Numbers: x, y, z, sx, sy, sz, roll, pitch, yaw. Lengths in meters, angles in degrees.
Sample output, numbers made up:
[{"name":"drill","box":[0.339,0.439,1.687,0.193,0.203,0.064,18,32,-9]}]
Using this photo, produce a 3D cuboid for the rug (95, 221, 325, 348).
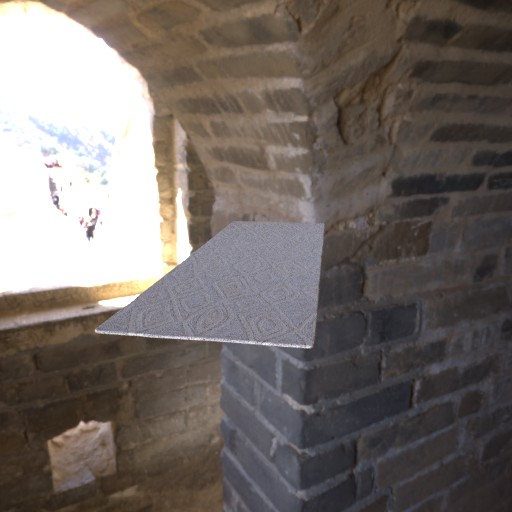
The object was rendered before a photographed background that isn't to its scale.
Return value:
[{"name":"rug","box":[0.000,0.000,2.715,0.807,0.013,2.436,2,14,9]}]
